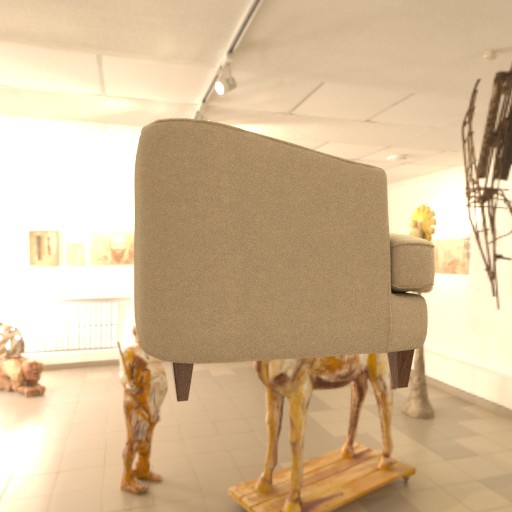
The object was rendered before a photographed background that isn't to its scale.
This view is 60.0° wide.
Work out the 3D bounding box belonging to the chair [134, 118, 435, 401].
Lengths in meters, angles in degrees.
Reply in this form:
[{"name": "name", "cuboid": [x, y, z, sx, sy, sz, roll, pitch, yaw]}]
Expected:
[{"name": "chair", "cuboid": [0.000, 0.000, 1.799, 0.941, 0.852, 1.104, 0, 1, -17]}]
